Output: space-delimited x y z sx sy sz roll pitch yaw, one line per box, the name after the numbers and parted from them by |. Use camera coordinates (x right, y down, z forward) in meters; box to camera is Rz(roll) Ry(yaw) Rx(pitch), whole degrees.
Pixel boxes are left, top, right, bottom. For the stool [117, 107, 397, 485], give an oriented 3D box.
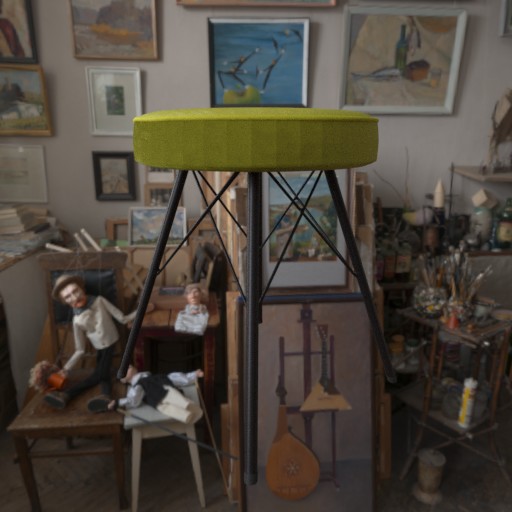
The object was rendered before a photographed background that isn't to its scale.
0.000 0.000 0.818 0.409 0.508 0.409 -14 21 -41 | stool
